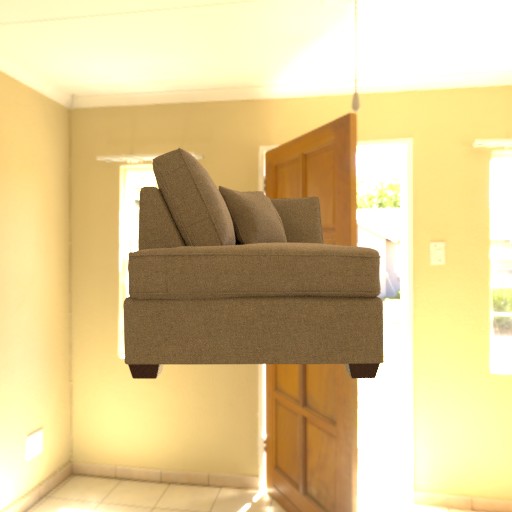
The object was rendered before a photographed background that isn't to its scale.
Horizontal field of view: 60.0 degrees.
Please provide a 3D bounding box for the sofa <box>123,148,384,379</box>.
[{"bbox_3d":[0.000,0.000,2.883,1.110,1.019,2.238,0,0,0],"label":"sofa"}]
